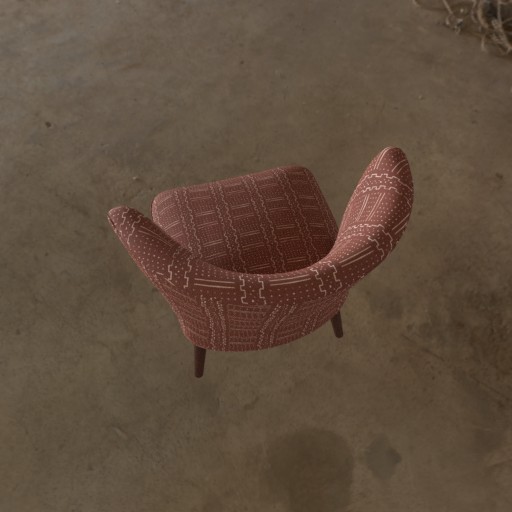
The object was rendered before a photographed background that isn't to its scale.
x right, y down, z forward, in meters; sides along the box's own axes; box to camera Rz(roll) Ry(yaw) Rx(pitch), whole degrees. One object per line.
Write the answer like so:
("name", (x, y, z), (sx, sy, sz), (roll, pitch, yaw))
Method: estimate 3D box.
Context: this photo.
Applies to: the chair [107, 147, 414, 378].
("chair", (0.000, 0.000, 1.376), (0.706, 0.866, 0.758), (-14, 58, -9))
